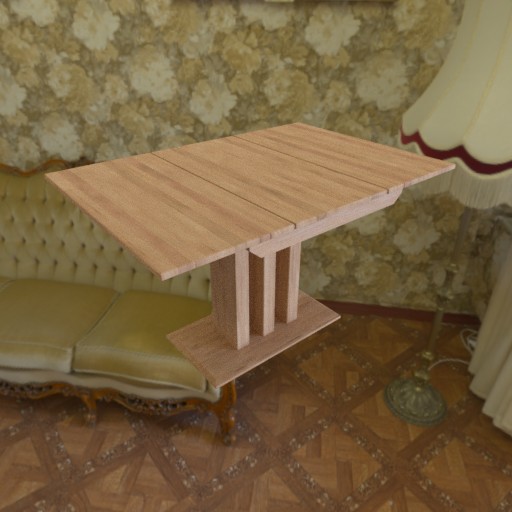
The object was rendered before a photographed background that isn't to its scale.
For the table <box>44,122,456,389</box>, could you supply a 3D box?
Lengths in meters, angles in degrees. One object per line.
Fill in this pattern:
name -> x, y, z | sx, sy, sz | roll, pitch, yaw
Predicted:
table -> 0.000, 0.000, 1.887 | 1.300, 0.770, 0.900 | -22, 36, -33
